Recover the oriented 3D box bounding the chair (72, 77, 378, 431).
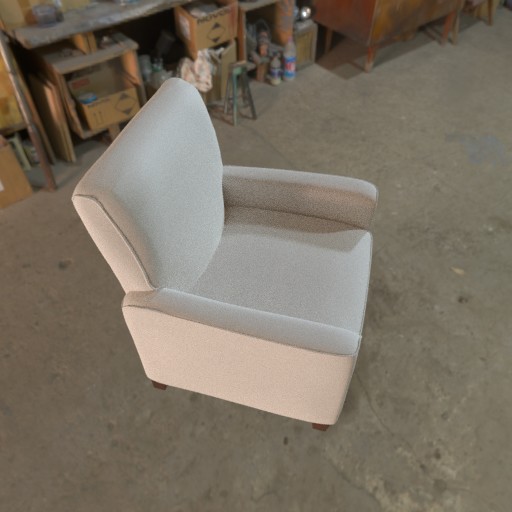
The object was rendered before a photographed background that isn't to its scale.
[{"bbox_3d":[0.000,0.000,1.647,0.858,1.028,0.841,11,49,10],"label":"chair"}]
